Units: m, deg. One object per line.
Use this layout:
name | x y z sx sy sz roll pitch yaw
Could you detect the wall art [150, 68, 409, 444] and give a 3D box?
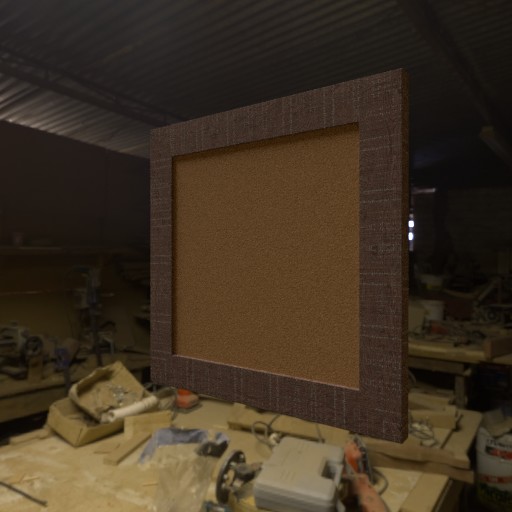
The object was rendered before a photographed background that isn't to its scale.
wall art | 0.000 0.000 0.793 0.531 0.531 0.029 0 0 36
